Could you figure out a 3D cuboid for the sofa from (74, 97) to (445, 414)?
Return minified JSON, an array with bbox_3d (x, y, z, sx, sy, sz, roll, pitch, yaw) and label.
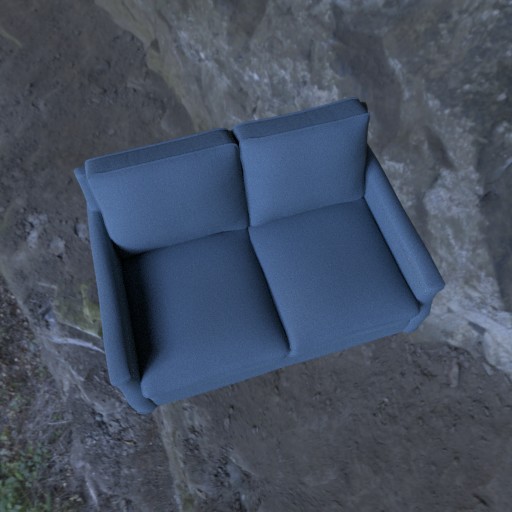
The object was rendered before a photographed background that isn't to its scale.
[{"bbox_3d":[0.000,0.000,2.293,1.597,1.003,1.084,-15,65,-7],"label":"sofa"}]
